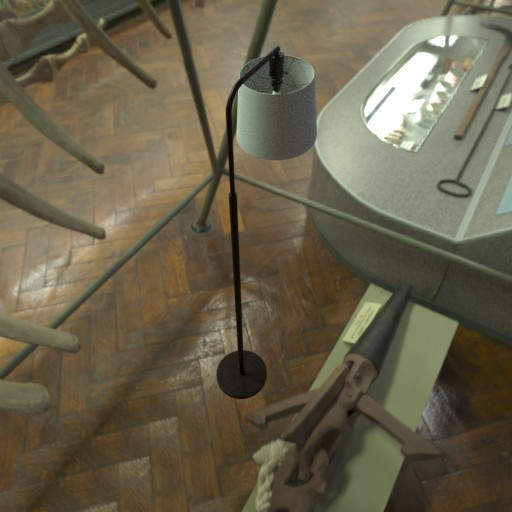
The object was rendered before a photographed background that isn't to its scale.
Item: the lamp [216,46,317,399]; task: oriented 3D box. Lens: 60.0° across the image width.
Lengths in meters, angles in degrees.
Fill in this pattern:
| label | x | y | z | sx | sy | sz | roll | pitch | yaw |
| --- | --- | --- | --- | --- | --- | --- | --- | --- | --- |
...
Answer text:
| label | x | y | z | sx | sy | sz | roll | pitch | yaw |
| --- | --- | --- | --- | --- | --- | --- | --- | --- | --- |
| lamp | 0.000 | 0.000 | 1.683 | 0.254 | 1.478 | 0.508 | 25 | 52 | 21 |
